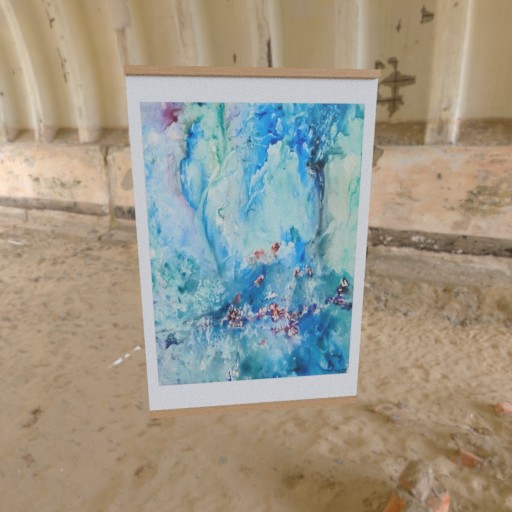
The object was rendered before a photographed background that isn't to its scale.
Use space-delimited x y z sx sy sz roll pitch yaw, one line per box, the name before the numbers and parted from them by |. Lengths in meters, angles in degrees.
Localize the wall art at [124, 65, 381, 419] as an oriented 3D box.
wall art | 0.000 0.000 1.918 0.991 1.510 0.040 -2 16 -7
